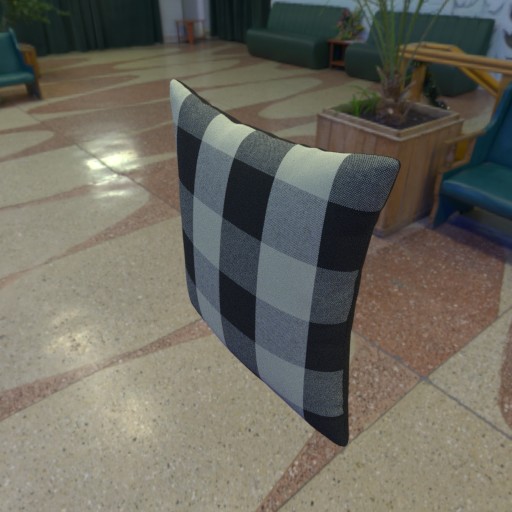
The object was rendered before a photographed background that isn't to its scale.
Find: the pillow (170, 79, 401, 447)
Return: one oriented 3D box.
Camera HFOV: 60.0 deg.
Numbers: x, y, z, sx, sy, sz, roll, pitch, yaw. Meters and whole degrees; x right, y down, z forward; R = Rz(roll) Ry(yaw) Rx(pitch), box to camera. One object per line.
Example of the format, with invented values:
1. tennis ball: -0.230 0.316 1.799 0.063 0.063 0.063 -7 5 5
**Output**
1. pillow: 0.000 0.000 0.780 0.161 0.509 0.511 -22 39 -30
